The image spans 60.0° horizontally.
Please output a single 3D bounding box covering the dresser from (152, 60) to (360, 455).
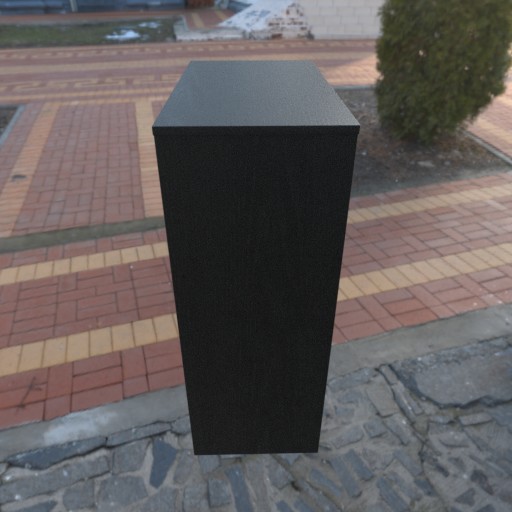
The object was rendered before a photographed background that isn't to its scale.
[{"bbox_3d":[0.000,0.000,1.383,0.398,1.020,0.700,-1,33,-1],"label":"dresser"}]
